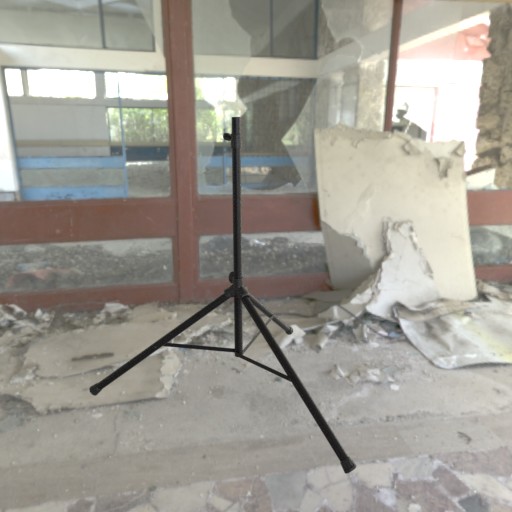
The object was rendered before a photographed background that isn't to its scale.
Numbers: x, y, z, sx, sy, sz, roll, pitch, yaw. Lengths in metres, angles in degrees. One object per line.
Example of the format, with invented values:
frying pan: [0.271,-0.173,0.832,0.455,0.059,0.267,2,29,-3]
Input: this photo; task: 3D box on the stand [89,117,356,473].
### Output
stand: [0.000,0.000,2.687,1.596,1.595,1.339,7,17,25]
